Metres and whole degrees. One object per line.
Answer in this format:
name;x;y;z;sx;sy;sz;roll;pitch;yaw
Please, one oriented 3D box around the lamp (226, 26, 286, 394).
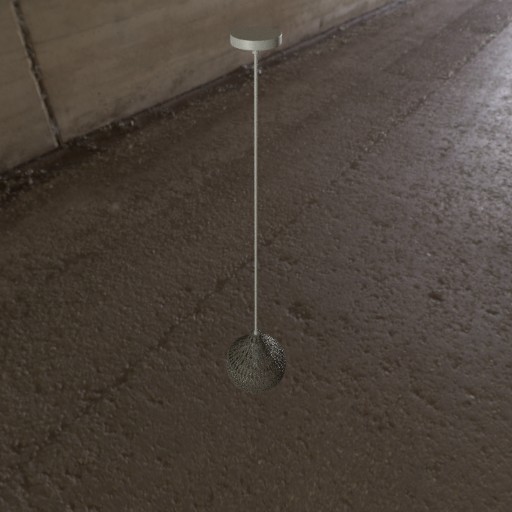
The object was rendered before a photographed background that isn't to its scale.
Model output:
lamp;0.000;0.000;2.069;0.355;1.919;0.355;-1;41;-1
